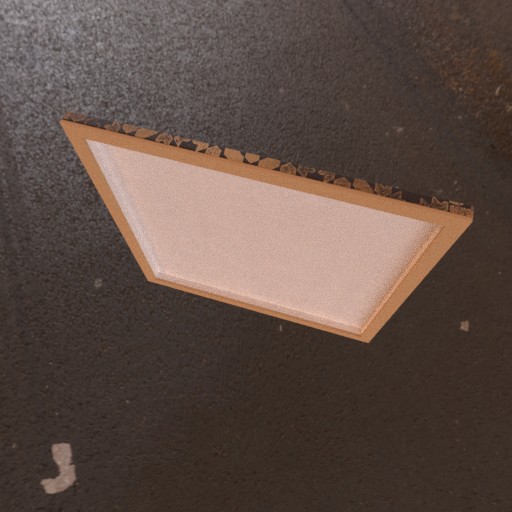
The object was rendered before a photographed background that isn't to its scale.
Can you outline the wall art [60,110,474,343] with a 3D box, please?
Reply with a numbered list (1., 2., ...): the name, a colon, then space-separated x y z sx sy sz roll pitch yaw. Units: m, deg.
1. wall art: 0.000 0.000 1.357 0.914 0.914 0.038 15 65 7
